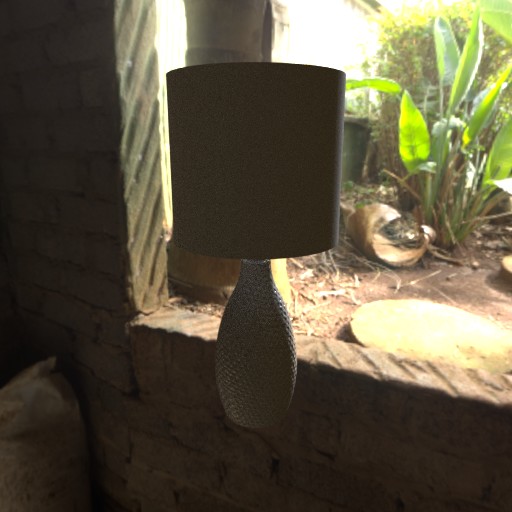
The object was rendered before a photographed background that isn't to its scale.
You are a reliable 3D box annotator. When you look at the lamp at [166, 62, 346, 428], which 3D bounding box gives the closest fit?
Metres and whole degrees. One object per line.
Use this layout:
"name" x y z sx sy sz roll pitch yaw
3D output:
"lamp" 0.000 0.000 0.594 0.214 0.466 0.214 -2 15 -8
